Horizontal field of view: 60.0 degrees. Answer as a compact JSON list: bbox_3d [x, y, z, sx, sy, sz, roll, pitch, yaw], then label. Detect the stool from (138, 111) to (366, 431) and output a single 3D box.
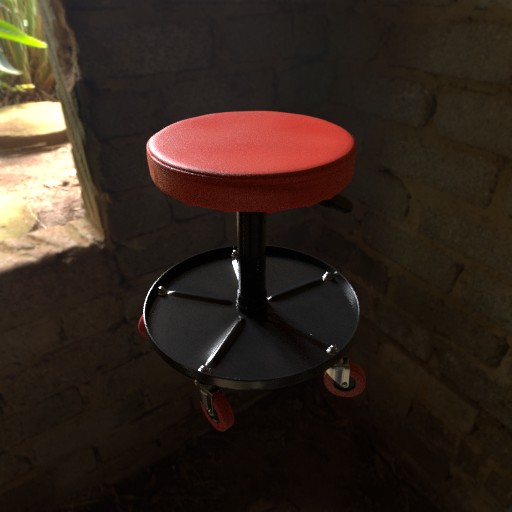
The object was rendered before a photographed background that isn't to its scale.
[{"bbox_3d":[0.000,0.000,0.672,0.382,0.365,0.381,10,34,16],"label":"stool"}]
